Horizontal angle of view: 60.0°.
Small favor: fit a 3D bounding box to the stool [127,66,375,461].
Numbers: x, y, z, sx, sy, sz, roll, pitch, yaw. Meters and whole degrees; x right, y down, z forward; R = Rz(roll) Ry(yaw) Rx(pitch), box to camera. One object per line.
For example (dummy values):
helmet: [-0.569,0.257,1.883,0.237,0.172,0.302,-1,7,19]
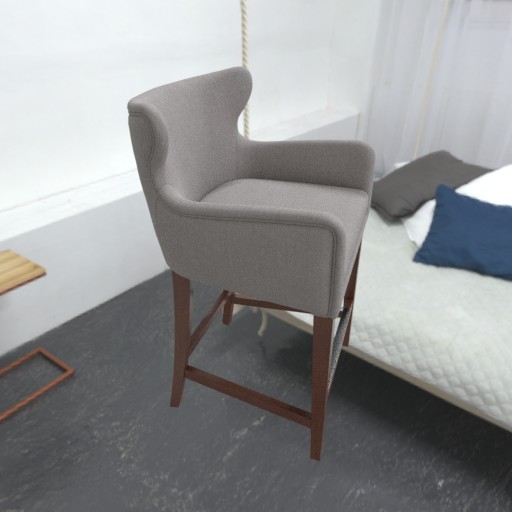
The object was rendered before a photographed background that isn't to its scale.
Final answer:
stool: [0.000,0.000,1.302,0.575,0.951,0.575,10,33,16]
